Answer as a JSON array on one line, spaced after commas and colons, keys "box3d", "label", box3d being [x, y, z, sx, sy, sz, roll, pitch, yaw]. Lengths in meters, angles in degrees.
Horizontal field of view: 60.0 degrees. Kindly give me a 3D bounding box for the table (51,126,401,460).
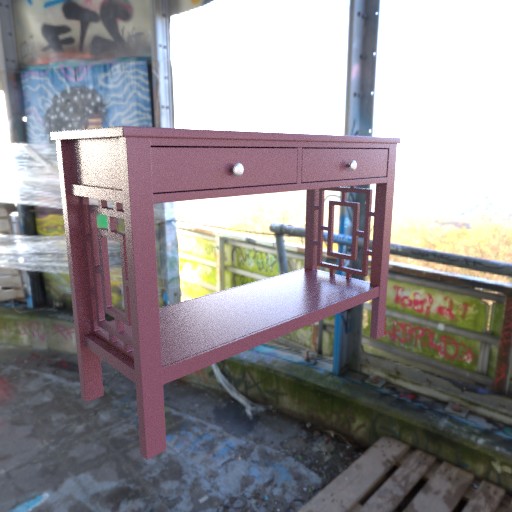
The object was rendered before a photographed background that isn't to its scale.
[{"box3d": [0.000, 0.000, 1.433, 1.068, 0.753, 0.397, -12, 18, -42], "label": "table"}]
